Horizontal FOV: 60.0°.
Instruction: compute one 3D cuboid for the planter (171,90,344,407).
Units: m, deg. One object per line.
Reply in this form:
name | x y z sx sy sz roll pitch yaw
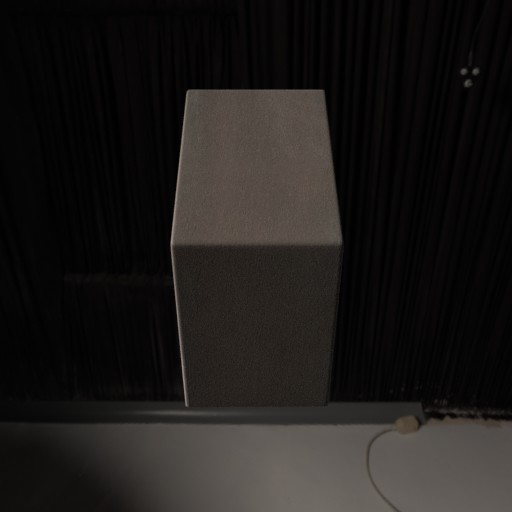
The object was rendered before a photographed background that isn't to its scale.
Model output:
planter | 0.000 0.000 0.292 0.077 0.206 0.169 0 27 0
